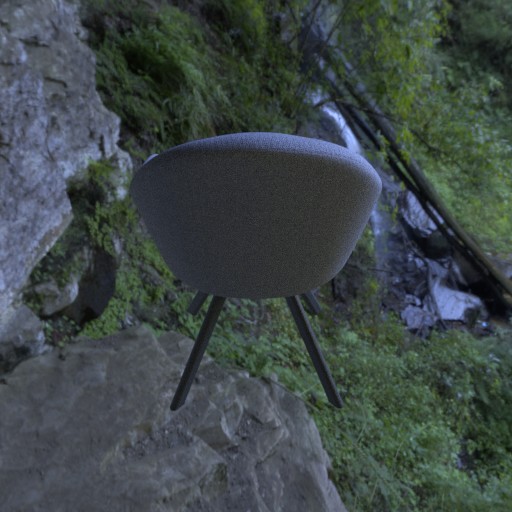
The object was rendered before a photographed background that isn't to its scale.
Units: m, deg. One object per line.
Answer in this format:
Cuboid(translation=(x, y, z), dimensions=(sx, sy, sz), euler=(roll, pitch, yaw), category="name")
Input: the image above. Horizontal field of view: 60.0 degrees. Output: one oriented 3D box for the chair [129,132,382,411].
Cuboid(translation=(0.000, 0.000, 1.191), dimensions=(0.590, 0.795, 0.550), euler=(-1, 32, -1), category="chair")
